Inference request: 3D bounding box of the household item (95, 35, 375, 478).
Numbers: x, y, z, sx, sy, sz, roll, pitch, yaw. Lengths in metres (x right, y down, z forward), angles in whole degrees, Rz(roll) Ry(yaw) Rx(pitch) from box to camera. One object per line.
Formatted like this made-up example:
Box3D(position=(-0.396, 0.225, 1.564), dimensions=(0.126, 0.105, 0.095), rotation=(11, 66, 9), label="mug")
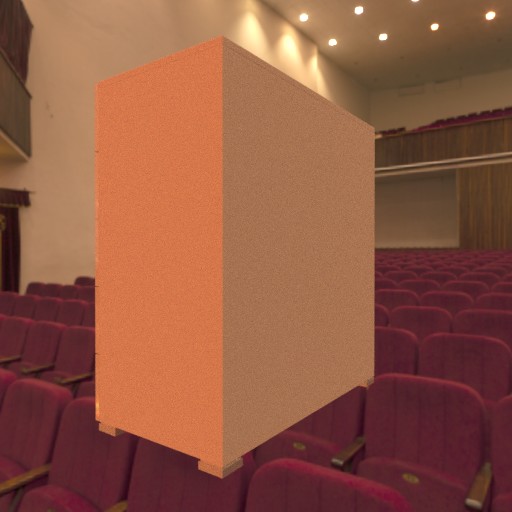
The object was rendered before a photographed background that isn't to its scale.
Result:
Box3D(position=(0.000, 0.000, 1.316), dimensions=(0.420, 0.870, 0.800), rotation=(0, 1, 36), label="household item")
